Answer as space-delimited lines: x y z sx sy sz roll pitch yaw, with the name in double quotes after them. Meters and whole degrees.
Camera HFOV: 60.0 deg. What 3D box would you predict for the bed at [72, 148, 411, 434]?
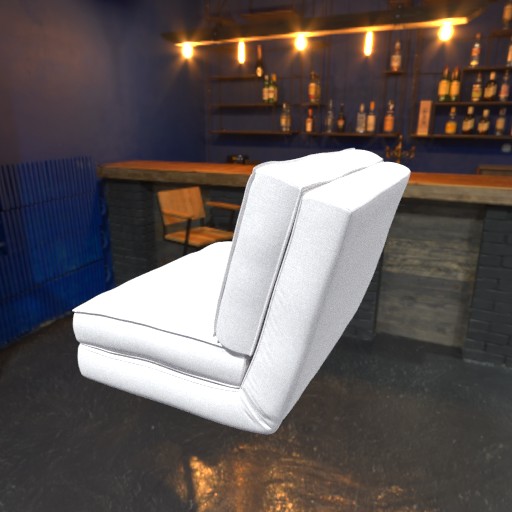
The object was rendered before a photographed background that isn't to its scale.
0.000 0.000 1.327 0.749 0.614 0.799 8 19 25 "bed"
